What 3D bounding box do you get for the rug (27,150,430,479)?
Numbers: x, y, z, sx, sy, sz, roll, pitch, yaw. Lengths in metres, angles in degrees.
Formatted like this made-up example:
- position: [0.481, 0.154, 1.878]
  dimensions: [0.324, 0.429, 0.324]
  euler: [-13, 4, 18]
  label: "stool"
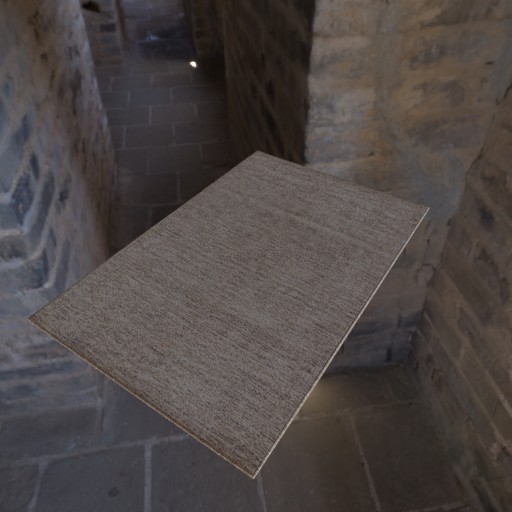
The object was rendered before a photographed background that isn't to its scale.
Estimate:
- position: [0.000, 0.000, 2.266]
  dimensions: [1.211, 0.018, 1.822]
  euler: [24, 47, 24]
  label: "rug"
